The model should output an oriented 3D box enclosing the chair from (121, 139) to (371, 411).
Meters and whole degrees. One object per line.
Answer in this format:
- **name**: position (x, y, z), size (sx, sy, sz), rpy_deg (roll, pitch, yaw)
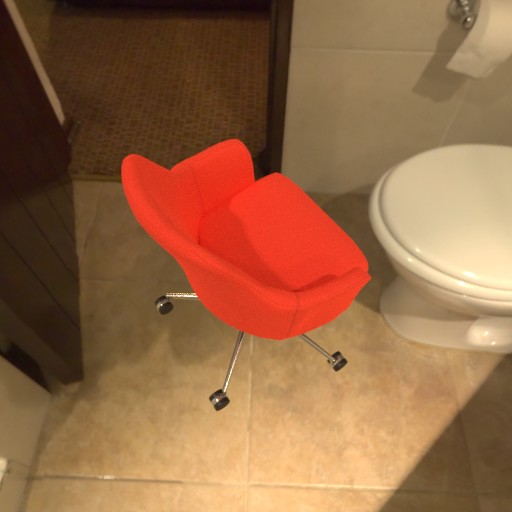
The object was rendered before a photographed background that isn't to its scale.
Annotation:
- **chair**: position (0.000, 0.000, 1.279), size (0.600, 0.820, 0.655), rpy_deg (-30, 62, -18)
